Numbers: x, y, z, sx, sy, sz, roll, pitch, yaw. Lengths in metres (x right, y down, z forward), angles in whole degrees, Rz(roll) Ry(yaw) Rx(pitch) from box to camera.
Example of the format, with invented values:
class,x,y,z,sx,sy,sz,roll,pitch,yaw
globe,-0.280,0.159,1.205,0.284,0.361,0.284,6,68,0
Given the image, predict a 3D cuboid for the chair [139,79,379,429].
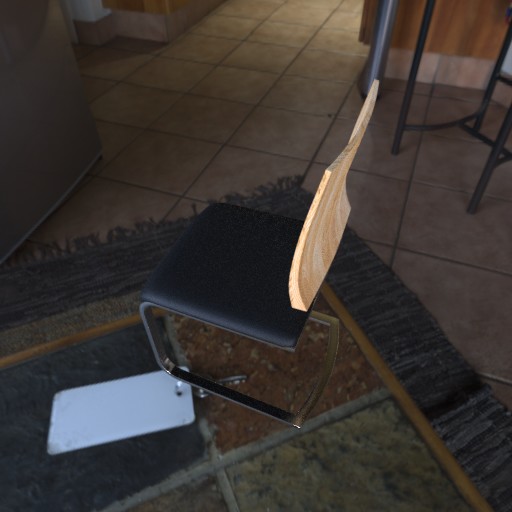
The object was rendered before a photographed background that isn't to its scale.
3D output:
class,x,y,z,sx,sy,sz,roll,pitch,yaw
chair,0.000,0.000,1.254,0.560,0.936,0.462,17,48,16
